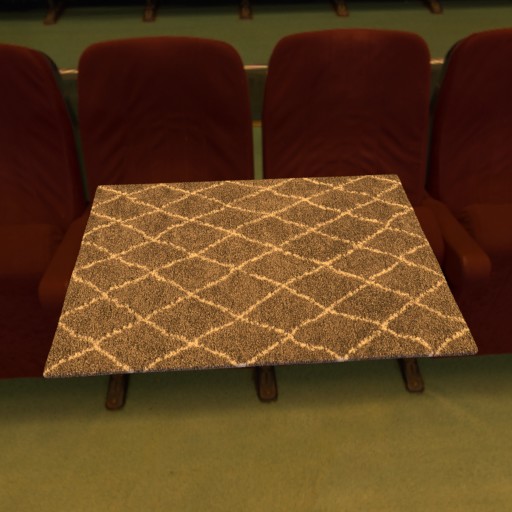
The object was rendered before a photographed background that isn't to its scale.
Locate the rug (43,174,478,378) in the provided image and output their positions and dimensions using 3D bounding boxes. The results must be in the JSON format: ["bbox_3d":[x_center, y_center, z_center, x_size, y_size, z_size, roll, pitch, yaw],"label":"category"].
[{"bbox_3d":[0.000,0.000,2.217,1.778,0.030,1.219,-3,47,-2],"label":"rug"}]
